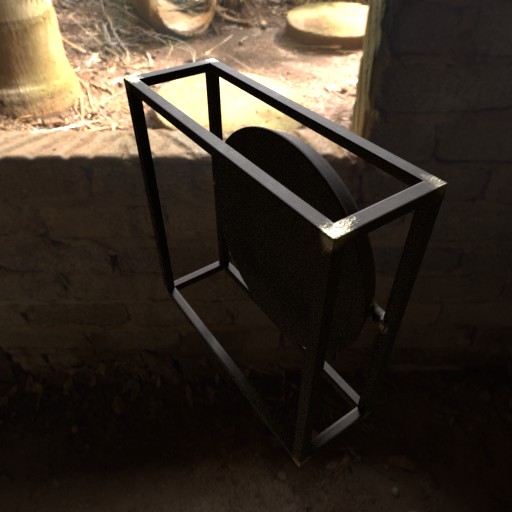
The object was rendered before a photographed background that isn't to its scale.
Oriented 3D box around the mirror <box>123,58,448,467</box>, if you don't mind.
[{"bbox_3d":[0.000,0.000,0.469,0.107,0.303,0.306,-25,48,-25],"label":"mirror"}]
